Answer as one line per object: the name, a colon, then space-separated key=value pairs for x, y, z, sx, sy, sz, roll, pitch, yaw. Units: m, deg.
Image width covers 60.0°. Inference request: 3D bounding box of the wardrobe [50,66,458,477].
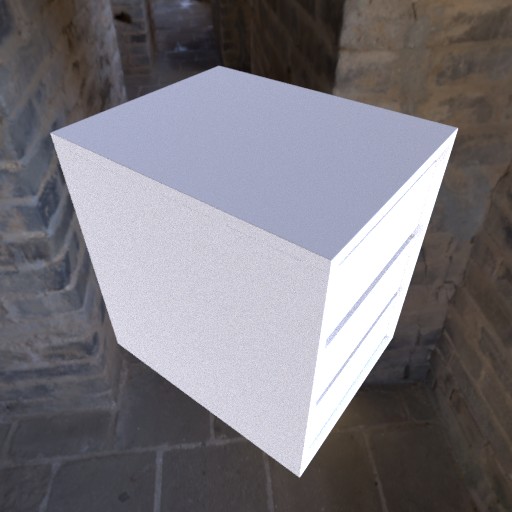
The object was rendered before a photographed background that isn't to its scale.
wardrobe: x=0.000 y=0.000 z=0.864 sx=0.500 sy=0.520 sz=0.400 roll=26 pitch=47 yaw=27
